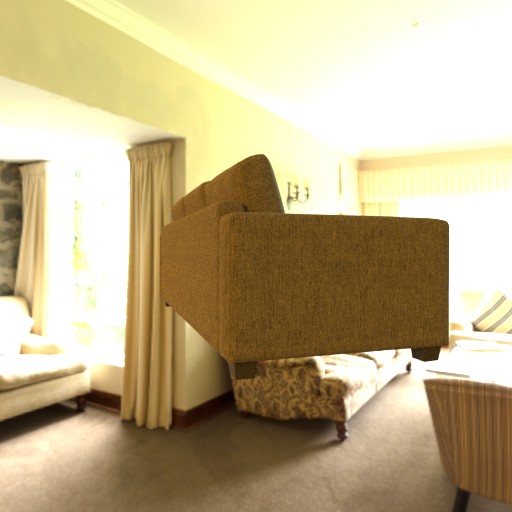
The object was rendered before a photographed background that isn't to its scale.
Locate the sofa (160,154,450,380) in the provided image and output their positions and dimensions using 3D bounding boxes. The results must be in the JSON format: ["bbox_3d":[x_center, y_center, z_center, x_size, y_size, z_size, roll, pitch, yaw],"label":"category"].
[{"bbox_3d":[0.000,0.000,2.594,0.900,0.800,2.160,0,1,-18],"label":"sofa"}]
